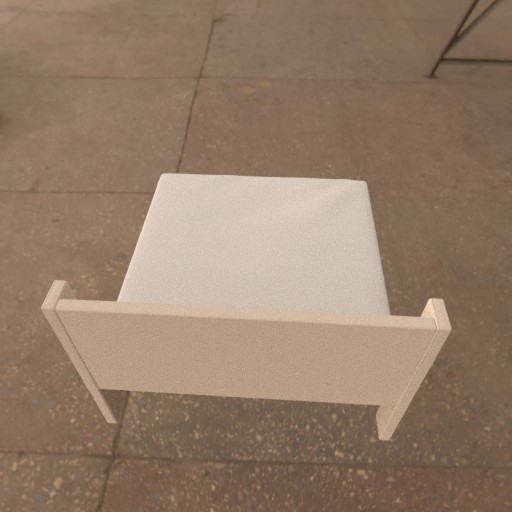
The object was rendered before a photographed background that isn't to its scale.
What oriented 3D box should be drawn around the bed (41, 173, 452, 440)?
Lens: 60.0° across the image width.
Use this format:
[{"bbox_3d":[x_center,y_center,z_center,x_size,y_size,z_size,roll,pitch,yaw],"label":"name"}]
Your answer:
[{"bbox_3d":[0.000,0.000,3.596,2.145,1.471,2.293,3,47,2],"label":"bed"}]
